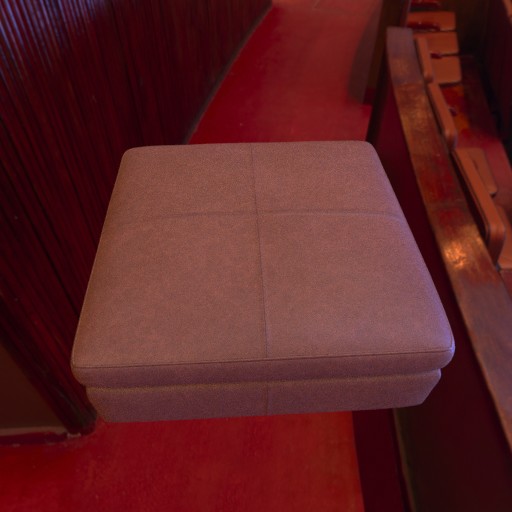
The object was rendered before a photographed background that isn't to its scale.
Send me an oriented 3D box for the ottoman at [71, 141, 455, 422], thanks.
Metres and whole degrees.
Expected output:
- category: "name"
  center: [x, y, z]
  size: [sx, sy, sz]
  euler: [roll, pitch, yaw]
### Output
- category: "ottoman"
  center: [0.000, 0.000, 1.781]
  size: [1.168, 0.490, 1.168]
  euler: [-2, 47, -2]
